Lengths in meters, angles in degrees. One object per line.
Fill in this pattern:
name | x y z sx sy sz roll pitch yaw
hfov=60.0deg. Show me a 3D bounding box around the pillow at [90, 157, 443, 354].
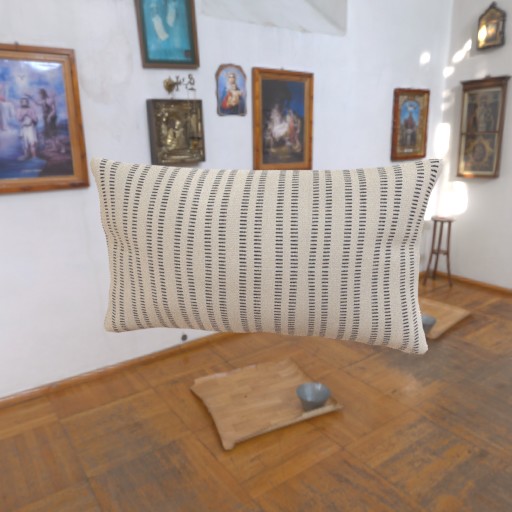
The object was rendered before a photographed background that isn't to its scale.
pillow | 0.000 0.000 0.817 0.640 0.353 0.210 2 14 9
